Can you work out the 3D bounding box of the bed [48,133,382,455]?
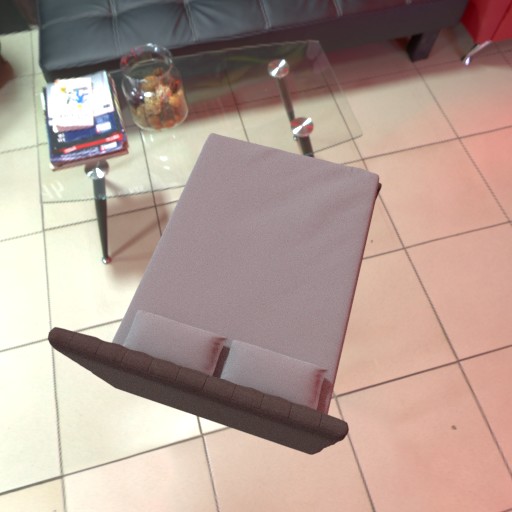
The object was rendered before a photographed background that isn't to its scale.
[{"bbox_3d":[0.000,0.000,3.430,1.698,1.427,2.387,16,65,8],"label":"bed"}]
